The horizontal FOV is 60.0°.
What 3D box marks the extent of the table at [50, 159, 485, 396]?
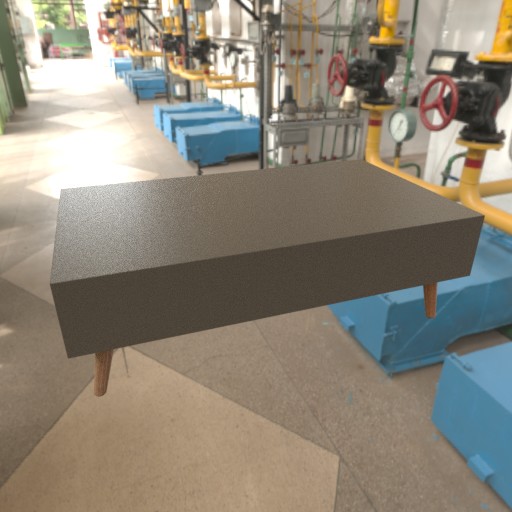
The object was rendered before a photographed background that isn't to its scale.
[{"bbox_3d":[0.000,0.000,1.528,1.201,0.404,0.703,-9,28,-17],"label":"table"}]
